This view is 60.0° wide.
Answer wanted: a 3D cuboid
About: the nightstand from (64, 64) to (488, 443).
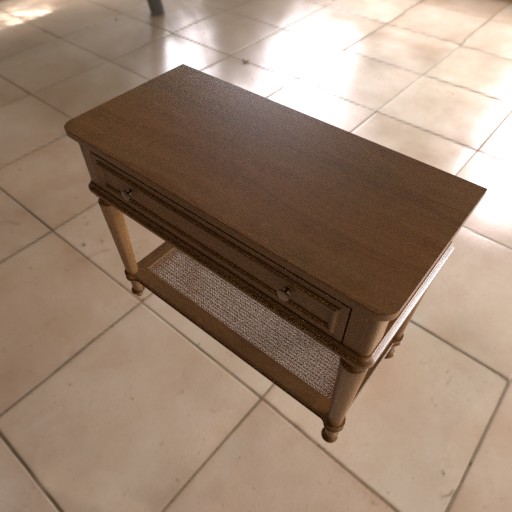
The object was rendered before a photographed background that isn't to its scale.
[{"bbox_3d":[0.000,0.000,1.280,0.914,0.700,0.432,31,55,25],"label":"nightstand"}]
